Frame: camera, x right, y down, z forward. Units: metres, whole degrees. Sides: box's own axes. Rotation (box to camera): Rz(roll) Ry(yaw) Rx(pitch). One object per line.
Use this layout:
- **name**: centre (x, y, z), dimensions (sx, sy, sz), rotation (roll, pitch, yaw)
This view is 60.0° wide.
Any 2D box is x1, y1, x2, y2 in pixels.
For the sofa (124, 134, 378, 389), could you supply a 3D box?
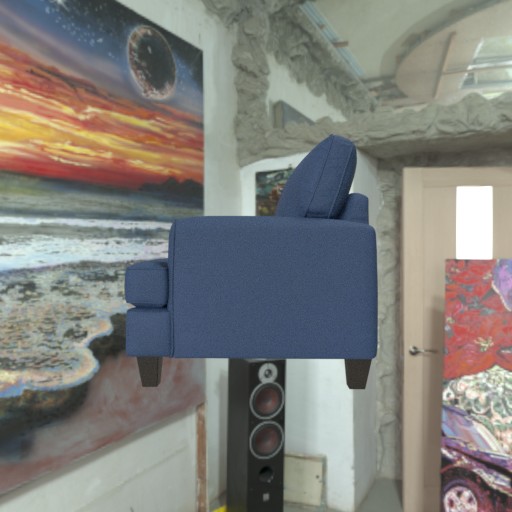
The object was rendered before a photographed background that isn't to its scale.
- **sofa**: centre (0.000, 0.000, 2.666), dimensions (0.951, 0.965, 2.158), rotation (0, 1, 1)
